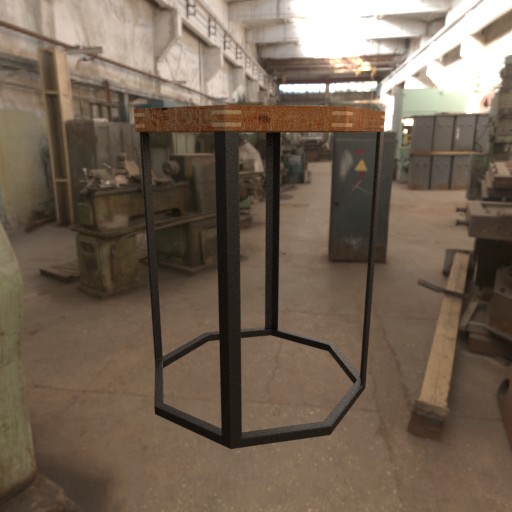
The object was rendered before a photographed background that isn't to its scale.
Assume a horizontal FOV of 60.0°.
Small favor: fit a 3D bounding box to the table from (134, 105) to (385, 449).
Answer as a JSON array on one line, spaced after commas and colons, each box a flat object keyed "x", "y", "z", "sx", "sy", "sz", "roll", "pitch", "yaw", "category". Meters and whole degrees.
[{"x": 0.000, "y": 0.000, "z": 0.882, "sx": 0.458, "sy": 0.543, "sz": 0.458, "roll": 3, "pitch": 16, "yaw": 10, "category": "table"}]
